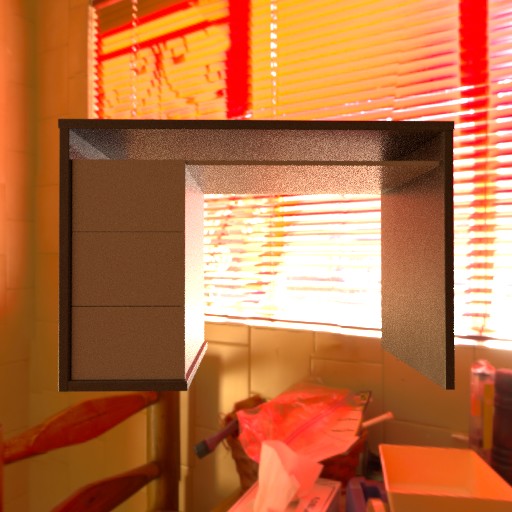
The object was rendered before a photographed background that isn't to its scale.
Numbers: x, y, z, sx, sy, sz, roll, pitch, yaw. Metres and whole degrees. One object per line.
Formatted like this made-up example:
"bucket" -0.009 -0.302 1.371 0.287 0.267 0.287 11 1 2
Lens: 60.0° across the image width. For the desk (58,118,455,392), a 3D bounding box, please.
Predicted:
"desk" 0.000 0.000 1.523 1.100 0.750 0.600 0 -1 -1
